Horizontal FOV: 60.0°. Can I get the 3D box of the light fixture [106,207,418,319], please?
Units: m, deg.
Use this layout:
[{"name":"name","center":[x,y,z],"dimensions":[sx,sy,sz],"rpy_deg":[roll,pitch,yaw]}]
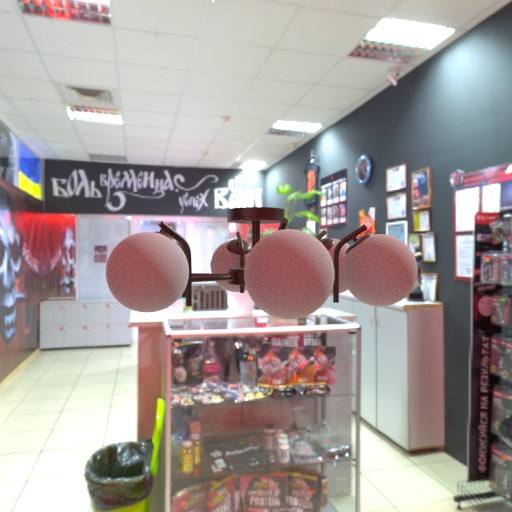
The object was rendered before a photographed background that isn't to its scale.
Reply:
[{"name":"light fixture","center":[0.000,0.000,0.967],"dimensions":[0.662,0.201,0.662],"rpy_deg":[0,0,0]}]
